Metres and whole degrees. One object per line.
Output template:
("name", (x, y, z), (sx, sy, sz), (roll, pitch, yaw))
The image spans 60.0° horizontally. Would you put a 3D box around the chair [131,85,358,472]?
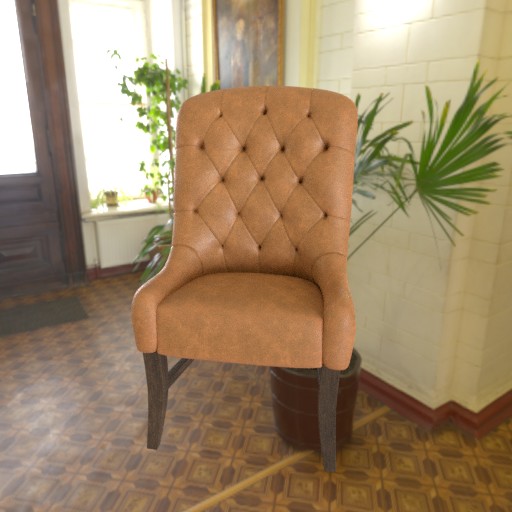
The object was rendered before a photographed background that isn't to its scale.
("chair", (0.000, 0.000, 1.460), (0.634, 1.091, 0.629), (3, 17, 9))
